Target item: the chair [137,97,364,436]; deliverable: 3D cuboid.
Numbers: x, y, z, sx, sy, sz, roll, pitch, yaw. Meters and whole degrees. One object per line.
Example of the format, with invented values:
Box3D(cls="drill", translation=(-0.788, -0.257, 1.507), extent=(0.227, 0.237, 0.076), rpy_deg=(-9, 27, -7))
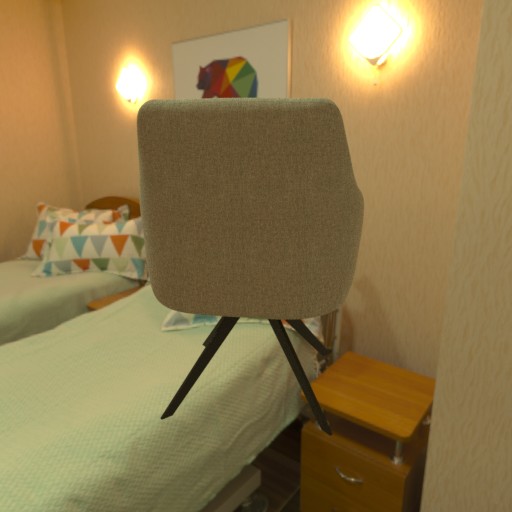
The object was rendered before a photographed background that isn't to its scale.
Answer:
Box3D(cls="chair", translation=(0.000, 0.000, 1.360), extent=(0.642, 0.874, 0.677), rpy_deg=(2, 16, 8))
